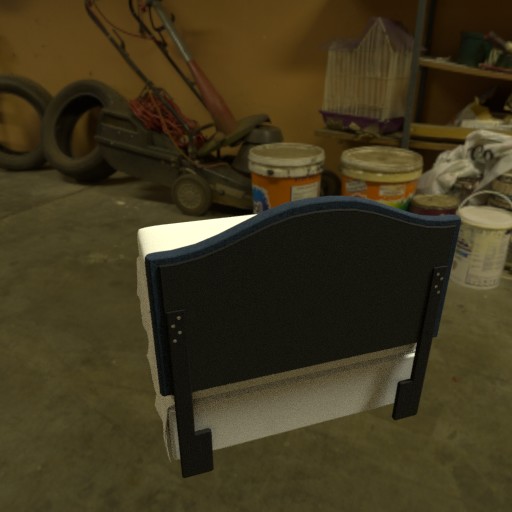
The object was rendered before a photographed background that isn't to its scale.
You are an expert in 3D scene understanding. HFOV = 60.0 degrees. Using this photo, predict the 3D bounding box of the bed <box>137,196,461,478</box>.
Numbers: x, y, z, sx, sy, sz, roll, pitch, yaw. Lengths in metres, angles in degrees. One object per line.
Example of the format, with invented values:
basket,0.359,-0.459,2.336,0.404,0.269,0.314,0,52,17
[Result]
bed,0.000,0.000,3.253,1.713,1.518,2.153,-8,26,-16
